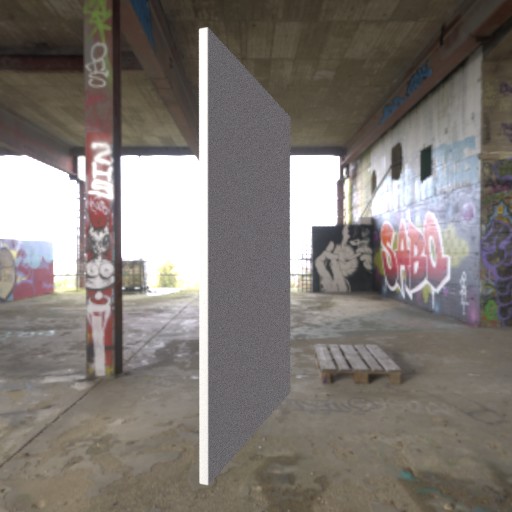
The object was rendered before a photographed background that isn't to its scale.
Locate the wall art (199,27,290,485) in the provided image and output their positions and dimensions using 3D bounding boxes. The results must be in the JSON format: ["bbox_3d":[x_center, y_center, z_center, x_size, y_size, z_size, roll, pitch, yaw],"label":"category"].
[{"bbox_3d":[0.000,0.000,0.622,0.011,0.482,0.329,0,1,20],"label":"wall art"}]
